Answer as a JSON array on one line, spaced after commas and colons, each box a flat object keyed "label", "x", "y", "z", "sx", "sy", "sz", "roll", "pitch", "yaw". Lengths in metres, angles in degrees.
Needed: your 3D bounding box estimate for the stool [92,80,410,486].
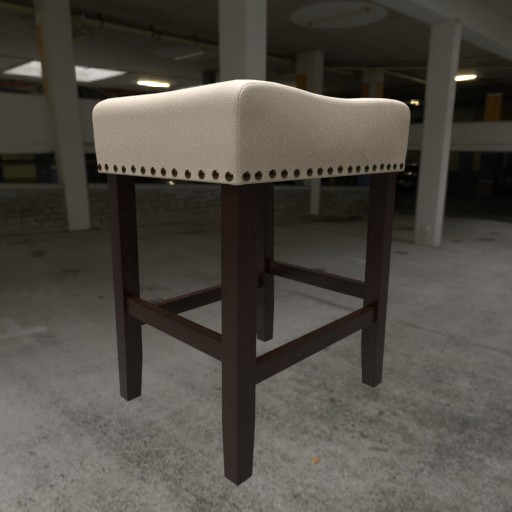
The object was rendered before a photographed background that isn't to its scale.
[{"label": "stool", "x": 0.000, "y": 0.000, "z": 0.908, "sx": 0.401, "sy": 0.609, "sz": 0.471, "roll": 13, "pitch": 19, "yaw": 43}]
